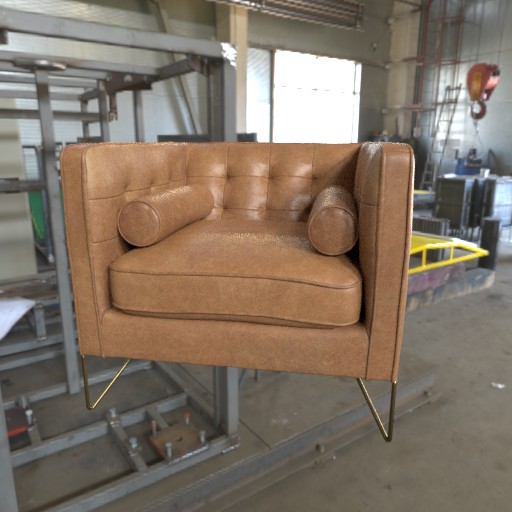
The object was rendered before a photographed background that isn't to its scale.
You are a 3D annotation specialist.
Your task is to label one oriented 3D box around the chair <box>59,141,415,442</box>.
[{"bbox_3d":[0.000,0.000,1.585,0.920,0.797,0.912,2,14,9],"label":"chair"}]
